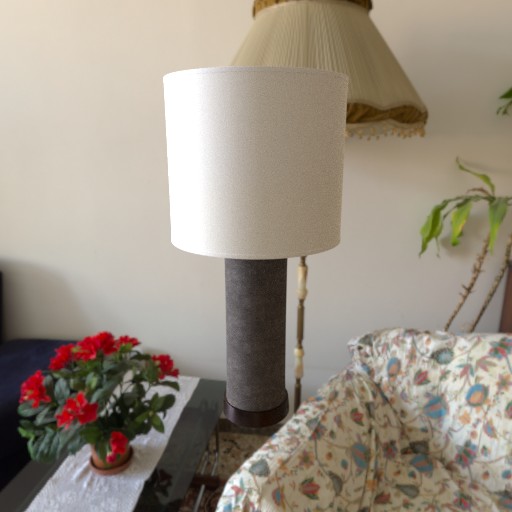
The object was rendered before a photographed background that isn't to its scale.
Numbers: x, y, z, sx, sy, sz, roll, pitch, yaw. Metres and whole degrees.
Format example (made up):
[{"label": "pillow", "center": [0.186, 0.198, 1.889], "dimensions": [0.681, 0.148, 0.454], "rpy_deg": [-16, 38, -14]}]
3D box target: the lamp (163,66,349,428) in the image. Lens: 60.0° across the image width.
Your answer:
[{"label": "lamp", "center": [0.000, 0.000, 0.811], "dimensions": [0.301, 0.630, 0.301], "rpy_deg": [-8, 17, -26]}]
